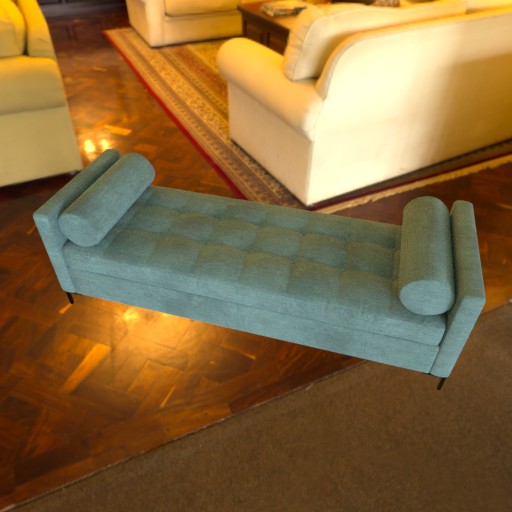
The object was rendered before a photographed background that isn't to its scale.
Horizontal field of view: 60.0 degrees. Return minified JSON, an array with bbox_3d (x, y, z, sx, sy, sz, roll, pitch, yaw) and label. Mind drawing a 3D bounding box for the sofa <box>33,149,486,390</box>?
[{"bbox_3d":[0.000,0.000,2.292,1.981,0.635,0.686,11,42,12],"label":"sofa"}]
